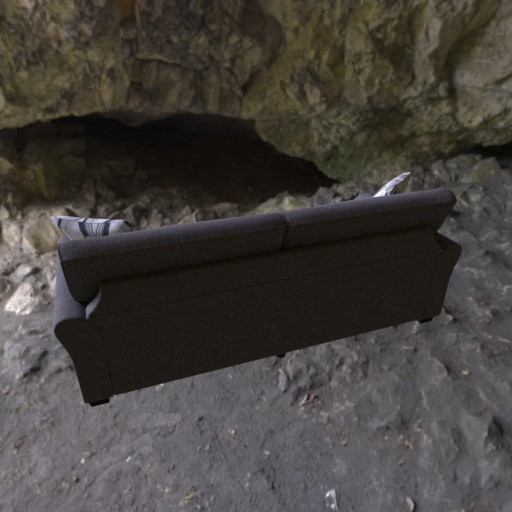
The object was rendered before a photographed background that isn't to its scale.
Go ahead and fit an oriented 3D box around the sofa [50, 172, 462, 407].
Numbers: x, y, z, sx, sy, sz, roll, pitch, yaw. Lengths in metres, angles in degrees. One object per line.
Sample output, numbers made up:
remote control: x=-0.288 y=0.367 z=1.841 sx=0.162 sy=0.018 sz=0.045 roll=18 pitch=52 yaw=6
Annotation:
sofa: x=0.000 y=0.000 z=2.454 sx=2.032 sy=0.813 sz=0.889 roll=-10 pitch=29 yaw=-18
